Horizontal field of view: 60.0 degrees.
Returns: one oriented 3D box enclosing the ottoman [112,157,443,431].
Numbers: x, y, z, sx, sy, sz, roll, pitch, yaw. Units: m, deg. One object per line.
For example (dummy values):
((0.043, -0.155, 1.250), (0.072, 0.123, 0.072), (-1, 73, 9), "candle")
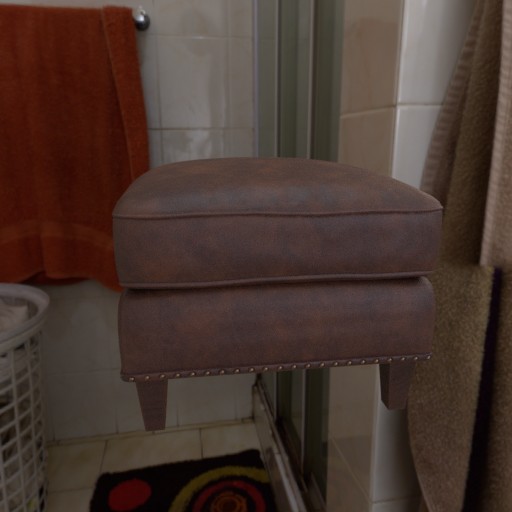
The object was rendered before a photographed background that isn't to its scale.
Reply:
((0.000, 0.000, 1.122), (0.586, 0.486, 0.742), (-2, 15, -8), "ottoman")
